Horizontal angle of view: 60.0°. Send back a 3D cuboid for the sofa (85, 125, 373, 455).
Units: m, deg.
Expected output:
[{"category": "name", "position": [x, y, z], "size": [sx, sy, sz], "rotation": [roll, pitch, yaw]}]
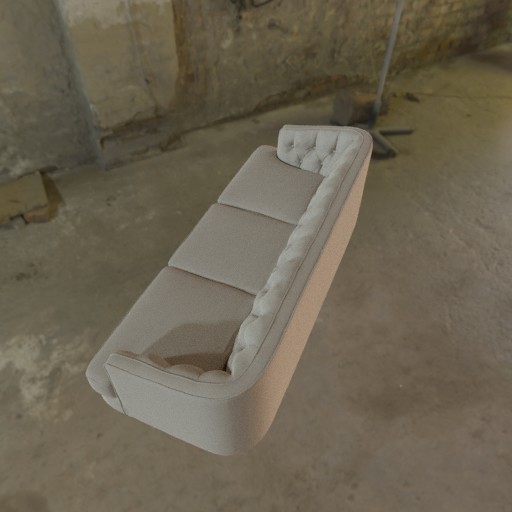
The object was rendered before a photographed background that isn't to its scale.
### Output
[{"category": "sofa", "position": [0.000, 0.000, 2.819], "size": [0.941, 0.855, 2.278], "rotation": [18, 49, 16]}]
